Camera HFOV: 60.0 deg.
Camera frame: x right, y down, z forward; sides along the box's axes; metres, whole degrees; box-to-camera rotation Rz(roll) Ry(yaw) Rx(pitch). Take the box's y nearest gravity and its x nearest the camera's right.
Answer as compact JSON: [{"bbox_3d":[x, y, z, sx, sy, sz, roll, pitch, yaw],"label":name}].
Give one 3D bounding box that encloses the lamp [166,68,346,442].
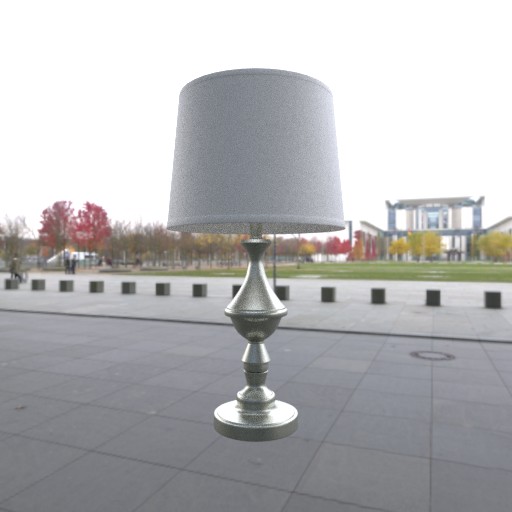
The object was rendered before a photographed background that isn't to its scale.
[{"bbox_3d":[0.000,0.000,0.966,0.383,0.733,0.383,0,0,0],"label":"lamp"}]
